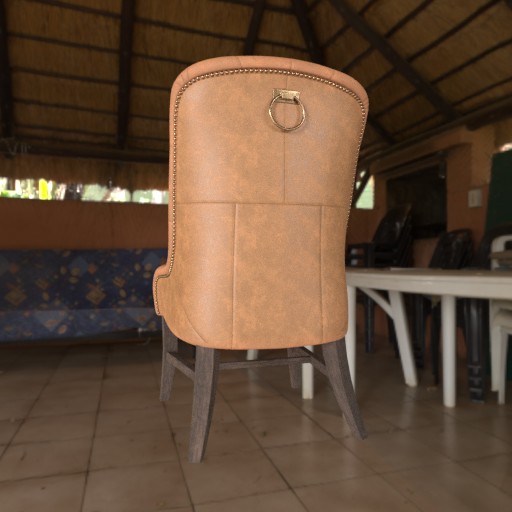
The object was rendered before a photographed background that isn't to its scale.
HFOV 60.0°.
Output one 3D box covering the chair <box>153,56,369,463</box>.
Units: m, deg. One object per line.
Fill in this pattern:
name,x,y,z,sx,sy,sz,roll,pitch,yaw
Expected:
chair,0.000,0.000,1.495,0.634,1.091,0.629,0,-1,-18
